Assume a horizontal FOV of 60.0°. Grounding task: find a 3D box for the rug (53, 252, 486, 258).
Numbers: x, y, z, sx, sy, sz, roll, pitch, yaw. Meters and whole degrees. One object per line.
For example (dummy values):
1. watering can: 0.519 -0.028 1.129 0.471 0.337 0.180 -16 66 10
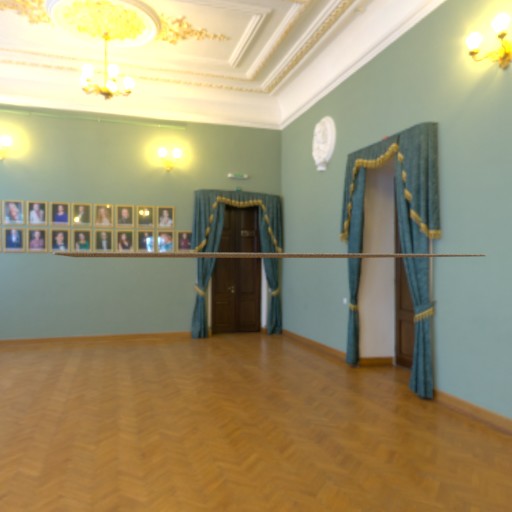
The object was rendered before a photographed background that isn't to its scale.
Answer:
1. rug: 0.000 0.000 2.335 1.839 0.009 1.236 0 -1 -19
